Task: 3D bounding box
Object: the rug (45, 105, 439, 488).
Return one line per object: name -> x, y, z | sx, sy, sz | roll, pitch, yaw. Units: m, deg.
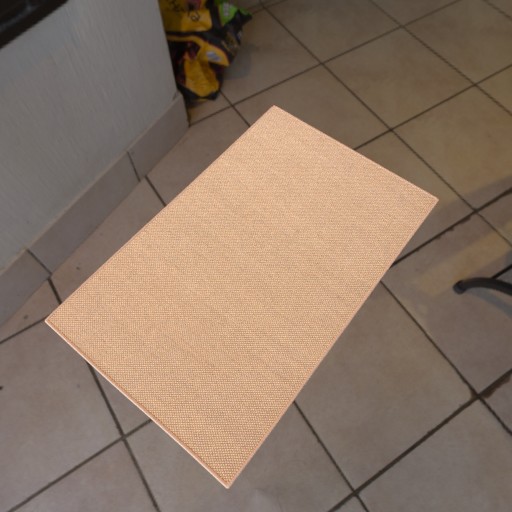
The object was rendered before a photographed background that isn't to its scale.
rug -> 0.000, 0.000, 2.109 | 1.067, 0.013, 1.676 | 35, 68, 17
